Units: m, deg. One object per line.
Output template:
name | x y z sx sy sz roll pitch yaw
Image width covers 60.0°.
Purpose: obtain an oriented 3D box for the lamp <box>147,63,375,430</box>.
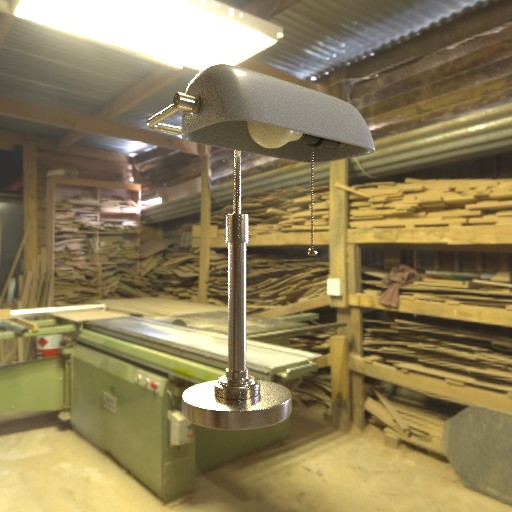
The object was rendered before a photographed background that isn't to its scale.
lamp | 0.000 0.000 0.553 0.269 0.404 0.227 1 -1 -37
